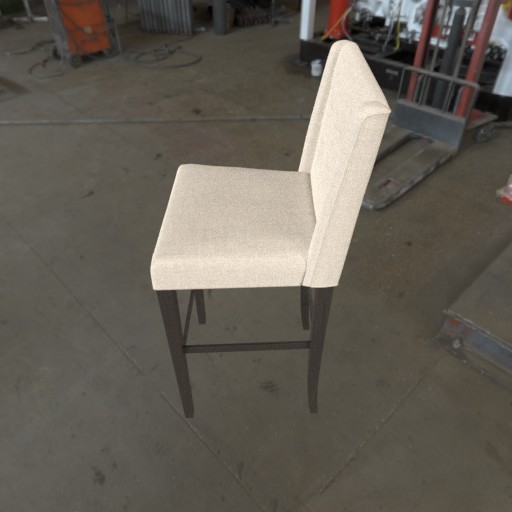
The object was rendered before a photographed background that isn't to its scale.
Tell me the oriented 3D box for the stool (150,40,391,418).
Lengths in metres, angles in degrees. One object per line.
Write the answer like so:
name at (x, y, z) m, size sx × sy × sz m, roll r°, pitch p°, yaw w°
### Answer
stool at (0.000, 0.000, 1.338) m, size 0.509 × 1.116 × 0.474 m, roll 1°, pitch 41°, yaw 1°
